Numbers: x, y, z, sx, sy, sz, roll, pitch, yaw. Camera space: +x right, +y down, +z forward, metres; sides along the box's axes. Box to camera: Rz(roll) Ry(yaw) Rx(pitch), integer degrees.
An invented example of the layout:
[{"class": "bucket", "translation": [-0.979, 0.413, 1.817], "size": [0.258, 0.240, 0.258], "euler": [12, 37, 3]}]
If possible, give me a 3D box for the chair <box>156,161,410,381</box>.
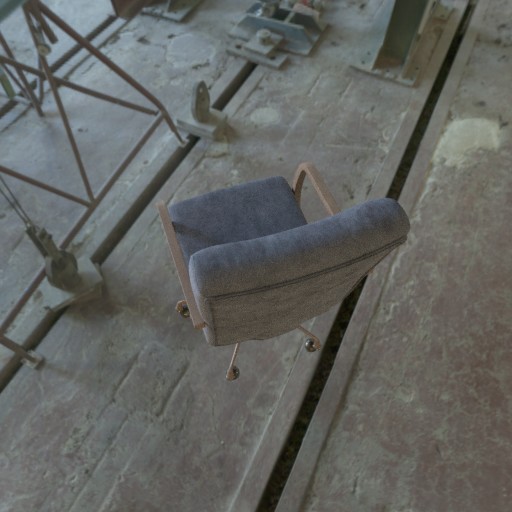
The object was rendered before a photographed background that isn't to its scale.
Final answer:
[{"class": "chair", "translation": [0.000, 0.000, 1.512], "size": [0.640, 1.029, 0.741], "euler": [-17, 59, -10]}]
